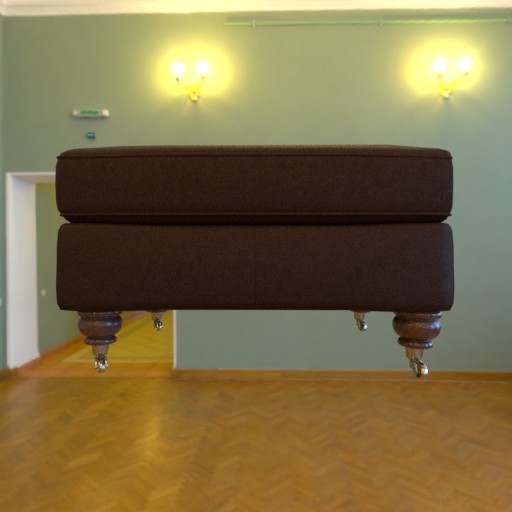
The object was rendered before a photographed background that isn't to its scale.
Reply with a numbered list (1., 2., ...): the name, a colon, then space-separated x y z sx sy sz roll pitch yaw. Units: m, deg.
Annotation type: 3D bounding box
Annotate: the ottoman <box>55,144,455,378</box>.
1. ottoman: 0.000 0.000 1.768 1.187 0.730 0.967 0 1 1
